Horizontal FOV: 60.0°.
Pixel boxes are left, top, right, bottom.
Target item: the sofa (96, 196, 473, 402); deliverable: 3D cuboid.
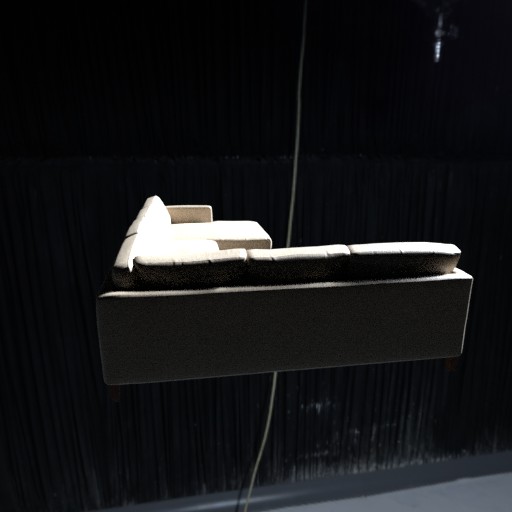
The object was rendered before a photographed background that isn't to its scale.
[{"bbox_3d":[0.000,0.000,4.603,2.594,0.961,3.460,-3,16,-9],"label":"sofa"}]
